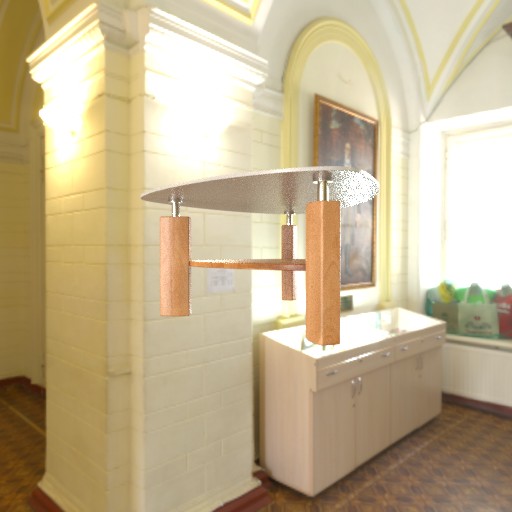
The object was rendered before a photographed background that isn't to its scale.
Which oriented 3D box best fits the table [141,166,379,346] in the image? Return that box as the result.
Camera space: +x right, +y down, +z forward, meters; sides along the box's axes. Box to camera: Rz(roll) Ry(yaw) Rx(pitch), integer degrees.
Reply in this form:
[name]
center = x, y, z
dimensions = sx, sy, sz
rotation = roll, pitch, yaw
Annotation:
[table]
center = 0.000, 0.000, 1.680
dimensions = 0.850, 0.440, 1.250
rotation = 0, 1, 0
